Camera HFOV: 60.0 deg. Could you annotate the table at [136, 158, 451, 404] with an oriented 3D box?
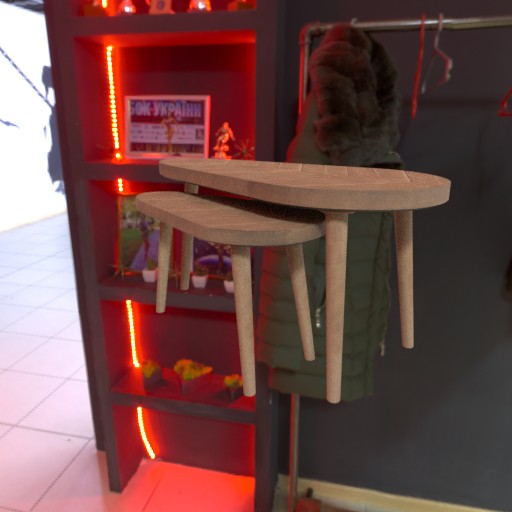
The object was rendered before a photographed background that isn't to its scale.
[{"bbox_3d":[0.000,0.000,1.561,0.701,0.595,1.190,-16,23,-43],"label":"table"}]
